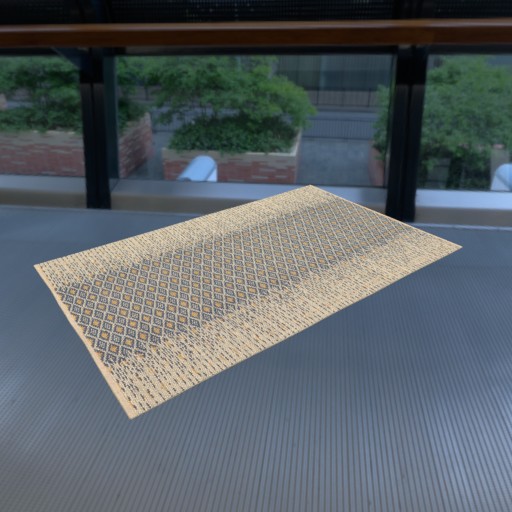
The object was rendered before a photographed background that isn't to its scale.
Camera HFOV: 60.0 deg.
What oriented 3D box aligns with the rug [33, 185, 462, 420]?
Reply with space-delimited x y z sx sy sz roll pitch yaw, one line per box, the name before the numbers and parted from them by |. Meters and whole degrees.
rug | 0.000 0.000 2.977 2.448 0.008 1.541 -20 35 -32
